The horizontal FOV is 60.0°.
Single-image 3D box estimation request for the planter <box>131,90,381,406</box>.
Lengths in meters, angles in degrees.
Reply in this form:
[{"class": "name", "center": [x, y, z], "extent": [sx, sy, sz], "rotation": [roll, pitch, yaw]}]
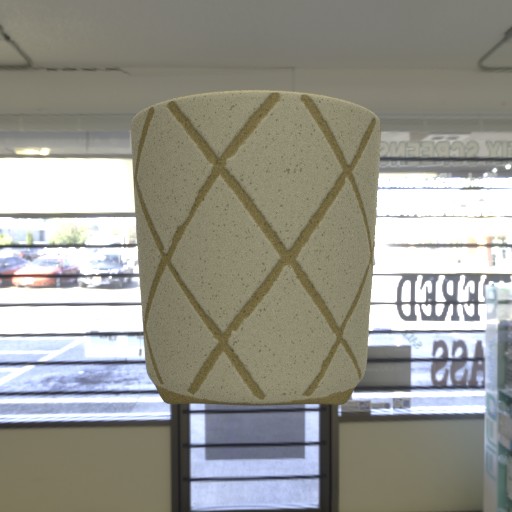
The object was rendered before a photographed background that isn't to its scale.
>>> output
[{"class": "planter", "center": [0.000, 0.000, 0.421], "extent": [0.228, 0.235, 0.228], "rotation": [0, 1, 0]}]
